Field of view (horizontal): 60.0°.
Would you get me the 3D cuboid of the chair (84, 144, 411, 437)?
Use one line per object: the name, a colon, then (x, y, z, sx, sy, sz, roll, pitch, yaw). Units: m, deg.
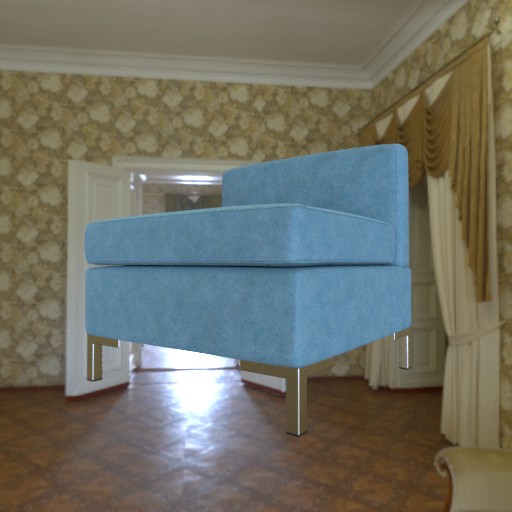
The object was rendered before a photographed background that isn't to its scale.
chair: (0.000, 0.000, 1.242, 0.684, 0.660, 0.685, -1, -1, 36)
